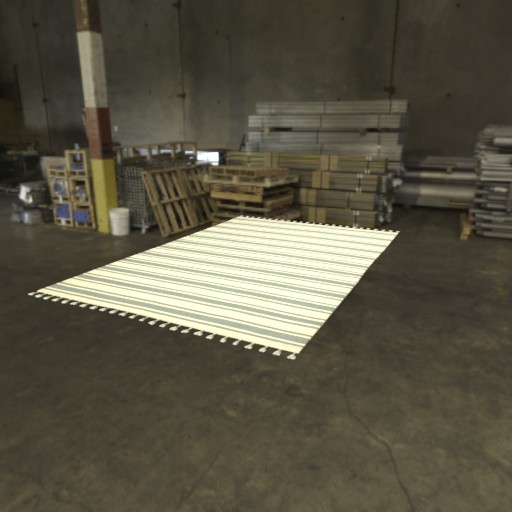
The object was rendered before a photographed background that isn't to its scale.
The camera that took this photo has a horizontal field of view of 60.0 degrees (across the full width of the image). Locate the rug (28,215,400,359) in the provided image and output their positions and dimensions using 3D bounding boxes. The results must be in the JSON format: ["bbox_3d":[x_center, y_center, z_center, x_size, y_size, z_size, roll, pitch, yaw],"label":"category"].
[{"bbox_3d":[0.000,0.000,3.074,1.539,0.011,2.410,8,18,26],"label":"rug"}]
